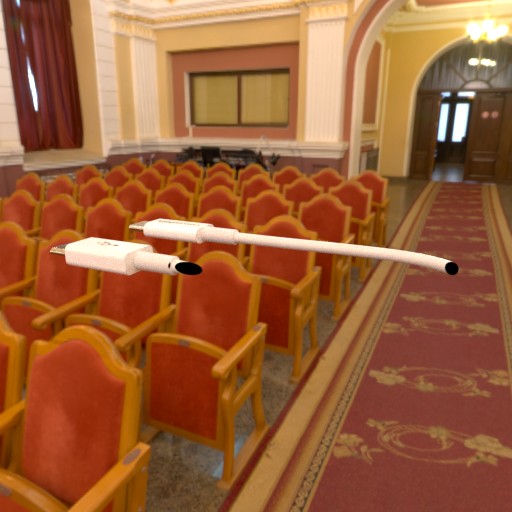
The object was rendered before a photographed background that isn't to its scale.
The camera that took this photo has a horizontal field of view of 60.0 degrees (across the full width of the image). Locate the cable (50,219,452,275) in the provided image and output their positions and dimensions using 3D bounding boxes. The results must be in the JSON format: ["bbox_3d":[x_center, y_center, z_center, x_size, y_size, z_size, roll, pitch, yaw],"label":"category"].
[{"bbox_3d":[0.000,0.000,0.110,0.098,0.006,0.040,8,18,24],"label":"cable"}]
